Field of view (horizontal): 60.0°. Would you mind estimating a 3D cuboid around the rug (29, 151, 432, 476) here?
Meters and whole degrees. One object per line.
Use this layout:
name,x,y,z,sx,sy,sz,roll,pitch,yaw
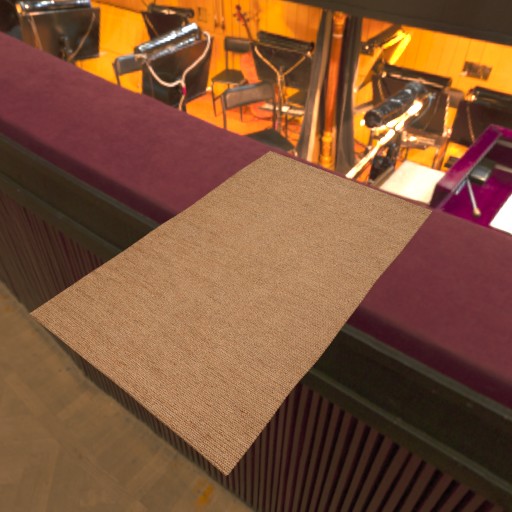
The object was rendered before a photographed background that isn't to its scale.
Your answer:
rug,0.000,0.000,2.998,1.533,0.011,2.439,27,49,27
